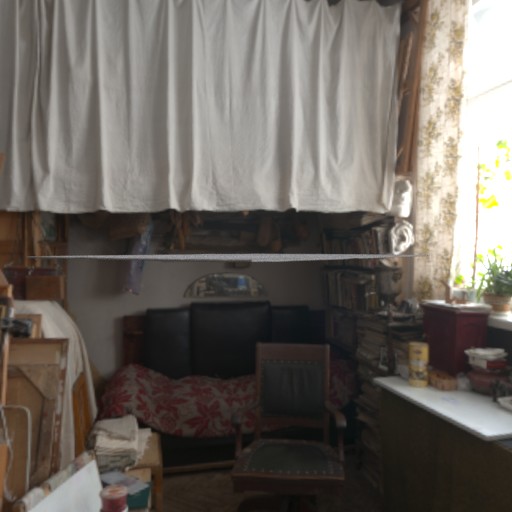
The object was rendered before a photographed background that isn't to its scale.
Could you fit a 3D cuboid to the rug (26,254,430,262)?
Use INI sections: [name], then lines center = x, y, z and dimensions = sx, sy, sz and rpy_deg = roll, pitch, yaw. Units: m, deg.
[rug]
center = 0.000, 0.000, 4.424
dimensions = 2.448, 0.020, 3.359
rpy_deg = 1, 1, 37
